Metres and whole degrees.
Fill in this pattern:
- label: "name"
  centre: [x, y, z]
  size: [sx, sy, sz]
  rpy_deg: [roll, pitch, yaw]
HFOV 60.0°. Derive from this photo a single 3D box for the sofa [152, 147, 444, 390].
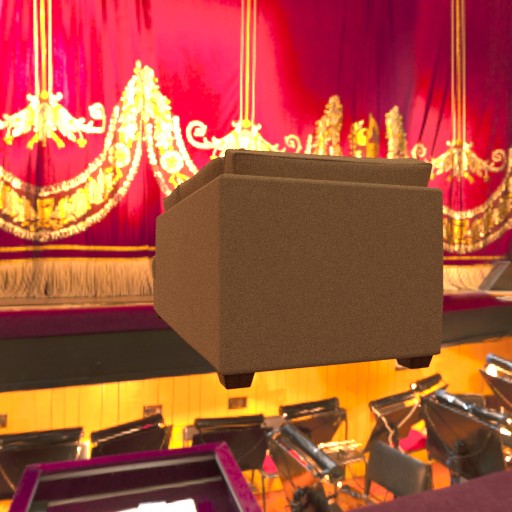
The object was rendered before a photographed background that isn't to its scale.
- label: "sofa"
  centre: [0.000, 0.000, 2.891]
  size: [1.110, 1.033, 2.237]
  rpy_deg: [0, 0, -20]
